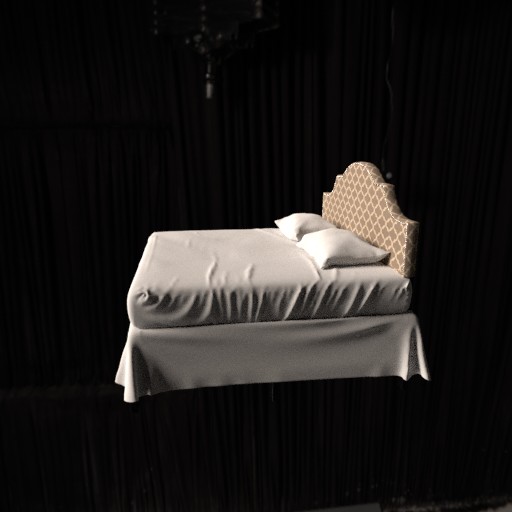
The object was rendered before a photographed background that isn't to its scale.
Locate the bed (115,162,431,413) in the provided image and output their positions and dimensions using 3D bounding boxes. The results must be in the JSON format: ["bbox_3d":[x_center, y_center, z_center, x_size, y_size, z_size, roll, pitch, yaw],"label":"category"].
[{"bbox_3d":[0.000,0.000,3.886,2.222,1.601,2.314,-2,14,-8],"label":"bed"}]
